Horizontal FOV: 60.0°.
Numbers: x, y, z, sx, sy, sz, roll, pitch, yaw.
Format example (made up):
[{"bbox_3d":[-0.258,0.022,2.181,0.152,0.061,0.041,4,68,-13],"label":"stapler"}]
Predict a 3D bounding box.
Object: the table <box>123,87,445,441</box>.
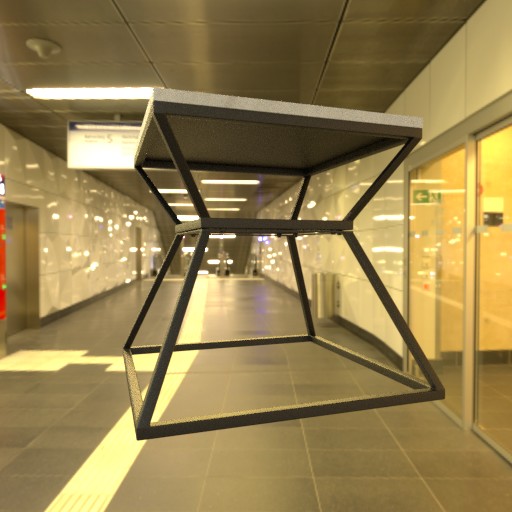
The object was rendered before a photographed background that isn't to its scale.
[{"bbox_3d":[0.000,0.000,0.812,0.455,0.431,0.455,0,1,-19],"label":"table"}]
